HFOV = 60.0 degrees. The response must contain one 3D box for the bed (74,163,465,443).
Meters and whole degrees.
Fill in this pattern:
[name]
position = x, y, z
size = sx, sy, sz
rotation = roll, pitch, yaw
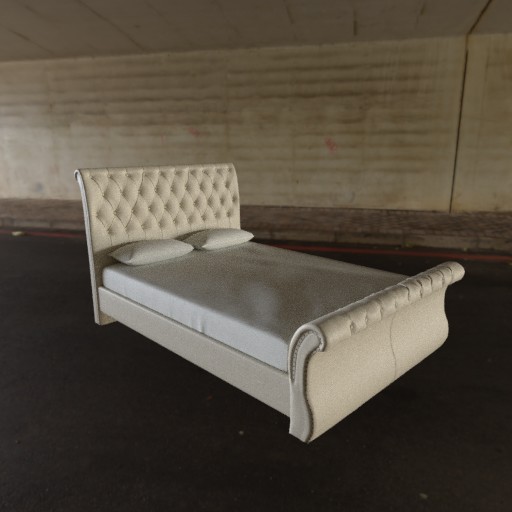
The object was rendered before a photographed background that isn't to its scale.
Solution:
[bed]
position = 0.000, 0.000, 3.355
size = 1.606, 1.268, 2.493
rotation = -14, 20, -43
